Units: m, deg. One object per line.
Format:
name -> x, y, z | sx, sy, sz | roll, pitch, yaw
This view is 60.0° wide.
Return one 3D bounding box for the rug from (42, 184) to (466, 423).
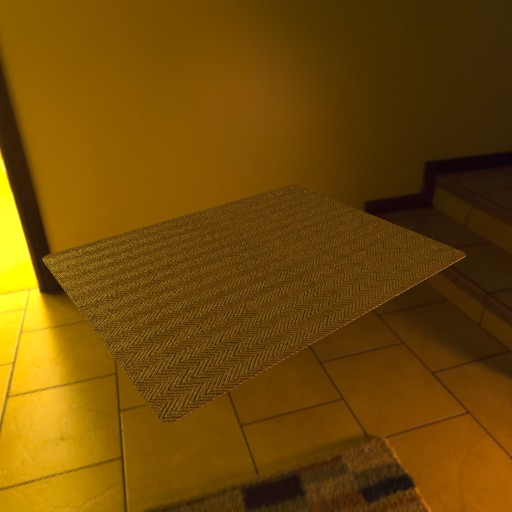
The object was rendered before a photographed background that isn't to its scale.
rug -> 0.000, 0.000, 4.171 | 3.207, 0.014, 2.439 | -21, 35, -33
